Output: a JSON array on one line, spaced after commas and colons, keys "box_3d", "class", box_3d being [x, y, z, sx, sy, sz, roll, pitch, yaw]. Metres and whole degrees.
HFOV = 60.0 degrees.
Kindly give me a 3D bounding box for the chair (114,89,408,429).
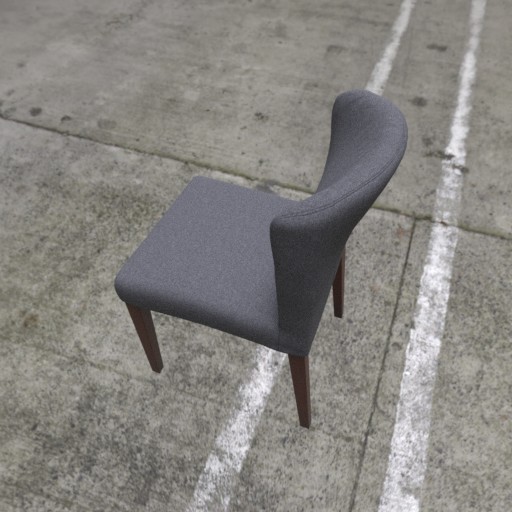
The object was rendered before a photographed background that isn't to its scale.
[{"box_3d": [0.000, 0.000, 1.179, 0.592, 0.839, 0.491, 15, 48, 14], "class": "chair"}]
